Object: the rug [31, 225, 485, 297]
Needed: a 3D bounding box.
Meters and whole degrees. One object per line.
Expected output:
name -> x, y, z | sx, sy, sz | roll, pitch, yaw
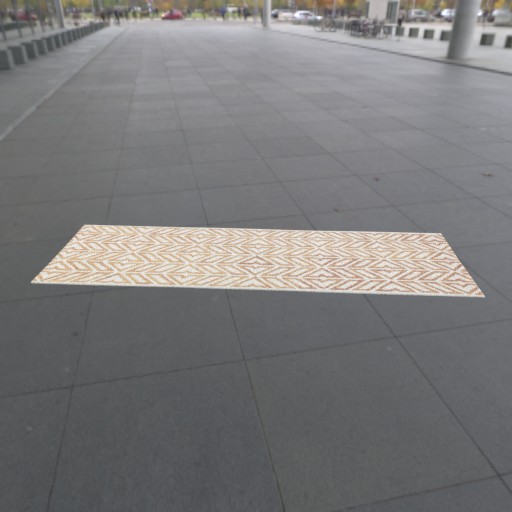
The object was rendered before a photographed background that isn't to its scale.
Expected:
rug -> 0.000, 0.000, 2.695 | 2.435, 0.009, 0.750 | 2, 29, 3
